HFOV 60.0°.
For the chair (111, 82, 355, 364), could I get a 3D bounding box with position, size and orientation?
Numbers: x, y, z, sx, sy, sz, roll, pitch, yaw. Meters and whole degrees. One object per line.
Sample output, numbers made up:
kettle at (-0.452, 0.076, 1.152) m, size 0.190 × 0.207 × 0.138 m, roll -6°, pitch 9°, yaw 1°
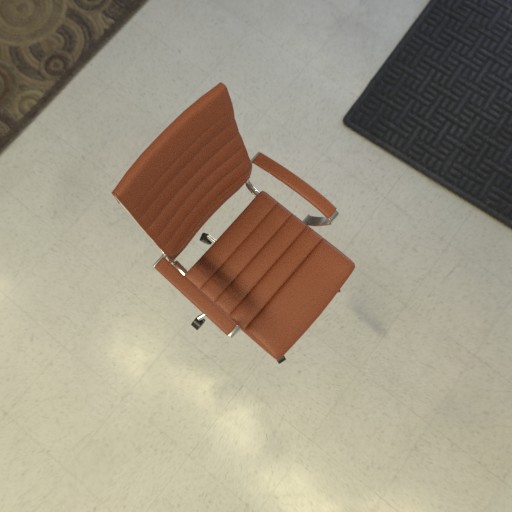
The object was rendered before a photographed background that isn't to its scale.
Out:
chair at (0.000, 0.000, 1.715) m, size 0.739 × 1.149 × 0.766 m, roll 40°, pitch 80°, yaw 8°
